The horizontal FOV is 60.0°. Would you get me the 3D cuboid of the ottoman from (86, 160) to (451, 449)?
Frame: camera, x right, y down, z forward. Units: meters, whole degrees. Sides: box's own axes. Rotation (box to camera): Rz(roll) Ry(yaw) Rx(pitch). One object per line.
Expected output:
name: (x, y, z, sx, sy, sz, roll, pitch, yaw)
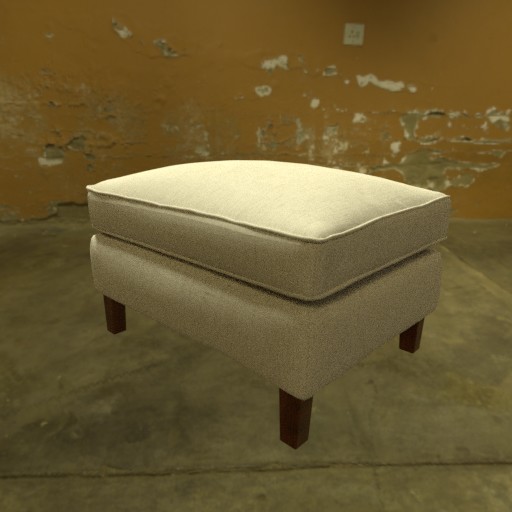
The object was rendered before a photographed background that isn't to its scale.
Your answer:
ottoman: (0.000, 0.000, 0.977, 0.665, 0.406, 0.501, 16, 24, 41)
